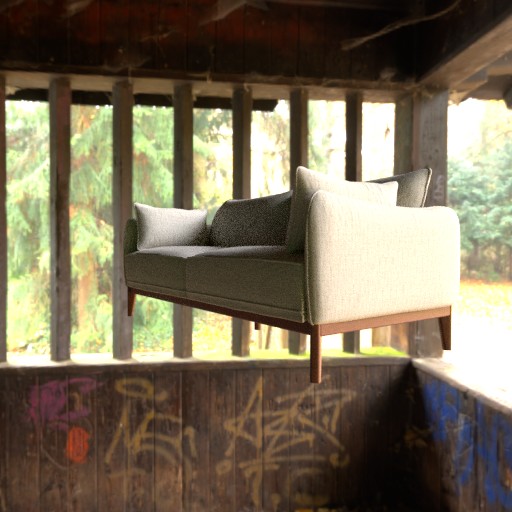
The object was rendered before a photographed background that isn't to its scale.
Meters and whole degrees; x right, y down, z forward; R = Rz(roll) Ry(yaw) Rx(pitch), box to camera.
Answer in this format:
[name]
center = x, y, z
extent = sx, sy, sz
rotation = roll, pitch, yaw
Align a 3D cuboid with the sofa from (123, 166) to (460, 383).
[sofa]
center = 0.000, 0.000, 2.575
extent = 0.991, 0.860, 1.989
rotation = -1, 1, -36
